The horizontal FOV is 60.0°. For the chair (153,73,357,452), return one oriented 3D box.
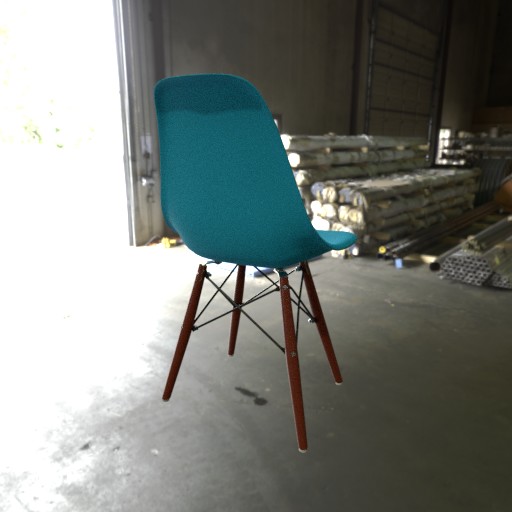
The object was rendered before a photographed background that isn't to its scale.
[{"bbox_3d":[0.000,0.000,1.161,0.470,0.826,0.533,8,17,27],"label":"chair"}]
